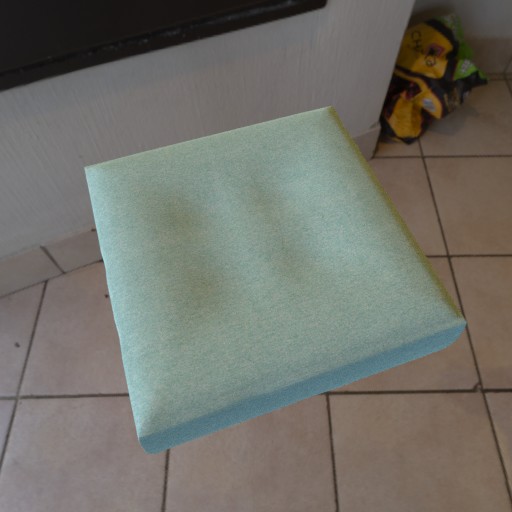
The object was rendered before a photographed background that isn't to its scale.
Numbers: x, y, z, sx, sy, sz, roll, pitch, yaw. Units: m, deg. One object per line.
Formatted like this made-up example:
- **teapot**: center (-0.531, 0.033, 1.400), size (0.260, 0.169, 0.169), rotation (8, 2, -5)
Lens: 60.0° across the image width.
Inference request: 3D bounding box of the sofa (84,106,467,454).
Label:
- **sofa**: center (0.000, 0.000, 1.453), size (0.930, 0.330, 0.930), rotation (-17, 61, -9)
